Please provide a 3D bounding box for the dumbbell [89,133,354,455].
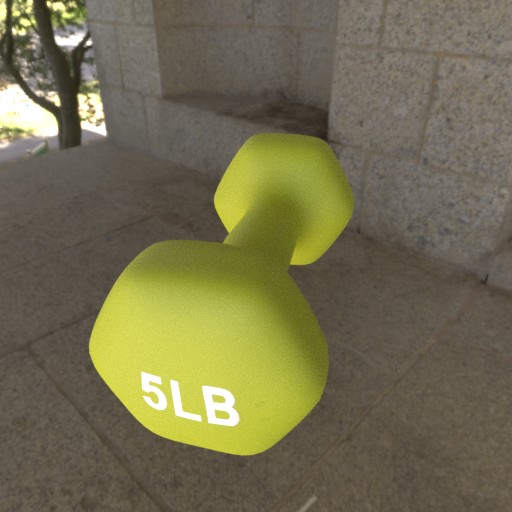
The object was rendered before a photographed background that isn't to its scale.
[{"bbox_3d":[0.000,0.000,0.198,0.080,0.072,0.164,8,32,13],"label":"dumbbell"}]
